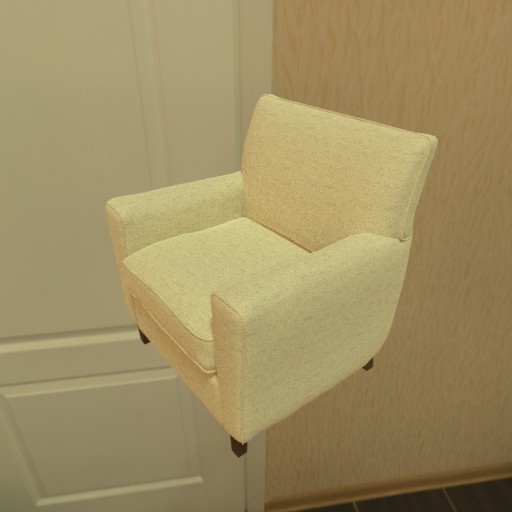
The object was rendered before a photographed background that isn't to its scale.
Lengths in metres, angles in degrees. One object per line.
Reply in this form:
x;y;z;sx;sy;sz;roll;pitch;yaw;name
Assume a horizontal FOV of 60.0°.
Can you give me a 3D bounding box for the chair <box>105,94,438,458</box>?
0.000;0.000;1.639;0.823;0.943;0.870;-22;37;-32;chair
